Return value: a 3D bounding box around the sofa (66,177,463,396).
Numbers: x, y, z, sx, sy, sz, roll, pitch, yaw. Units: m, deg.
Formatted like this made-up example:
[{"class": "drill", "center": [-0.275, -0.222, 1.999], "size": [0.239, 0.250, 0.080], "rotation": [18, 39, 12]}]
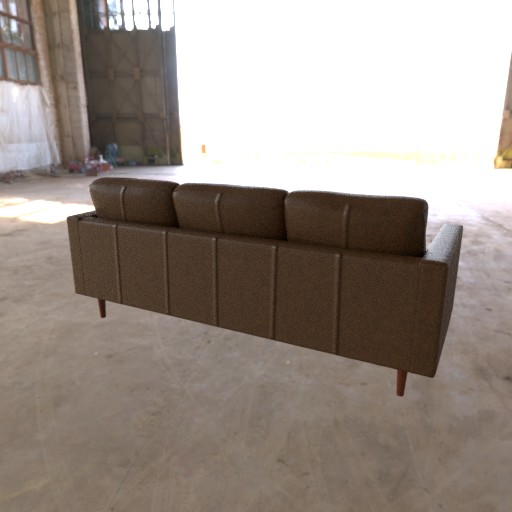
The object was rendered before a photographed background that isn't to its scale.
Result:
[{"class": "sofa", "center": [0.000, 0.000, 2.723], "size": [2.231, 0.930, 0.903], "rotation": [8, 18, 27]}]
